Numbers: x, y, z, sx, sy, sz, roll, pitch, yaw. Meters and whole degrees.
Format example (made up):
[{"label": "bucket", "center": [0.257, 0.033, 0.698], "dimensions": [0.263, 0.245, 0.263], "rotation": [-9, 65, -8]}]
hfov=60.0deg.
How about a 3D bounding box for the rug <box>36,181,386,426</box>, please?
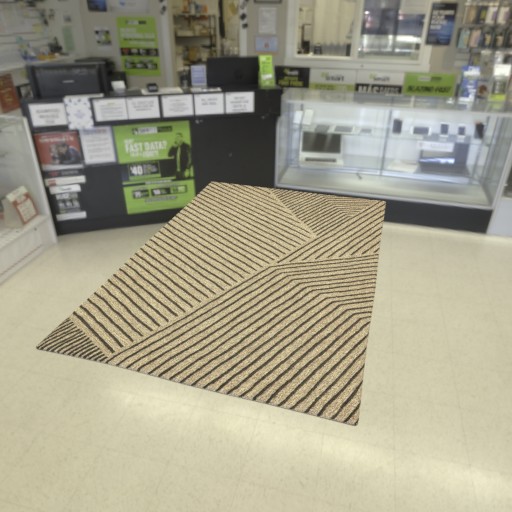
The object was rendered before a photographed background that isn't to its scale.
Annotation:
[{"label": "rug", "center": [0.000, 0.000, 2.318], "dimensions": [1.237, 0.019, 1.842], "rotation": [9, 32, 14]}]
